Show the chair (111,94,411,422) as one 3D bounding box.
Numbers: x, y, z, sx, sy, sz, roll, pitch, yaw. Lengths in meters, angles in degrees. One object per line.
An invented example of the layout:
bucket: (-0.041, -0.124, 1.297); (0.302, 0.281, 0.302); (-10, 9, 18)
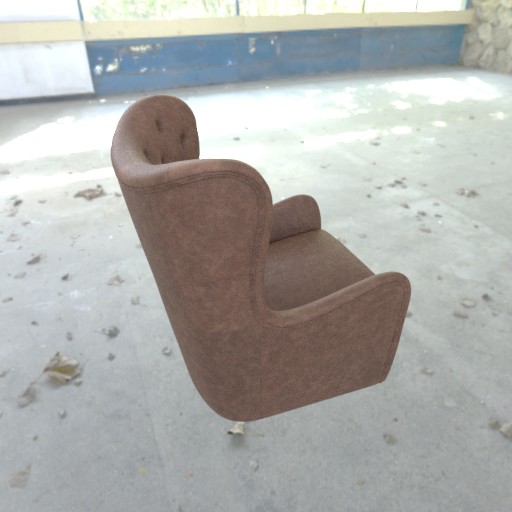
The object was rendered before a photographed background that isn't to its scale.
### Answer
chair: (0.000, 0.000, 1.704); (0.930, 1.079, 0.831); (-11, 33, -18)
